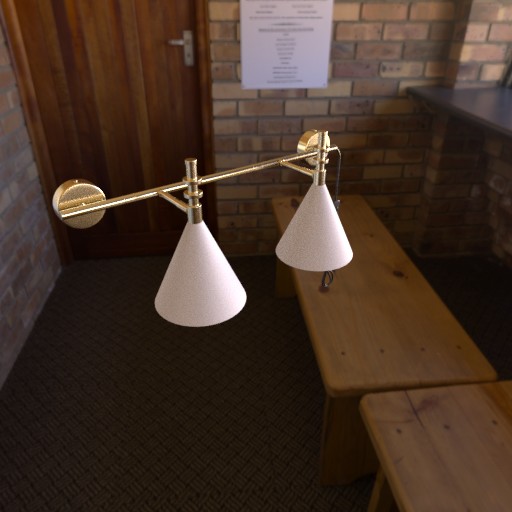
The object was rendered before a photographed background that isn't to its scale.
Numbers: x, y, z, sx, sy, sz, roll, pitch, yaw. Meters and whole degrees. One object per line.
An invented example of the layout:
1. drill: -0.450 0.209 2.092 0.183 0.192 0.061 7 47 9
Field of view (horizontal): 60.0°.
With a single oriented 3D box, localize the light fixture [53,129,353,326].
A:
1. light fixture: 0.000 0.000 0.875 0.642 0.468 0.239 -21 36 -32
